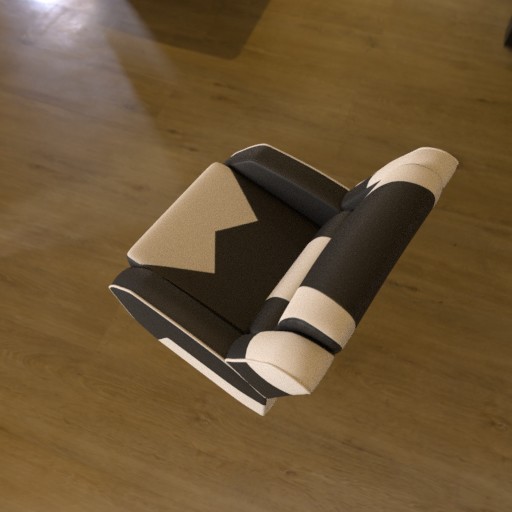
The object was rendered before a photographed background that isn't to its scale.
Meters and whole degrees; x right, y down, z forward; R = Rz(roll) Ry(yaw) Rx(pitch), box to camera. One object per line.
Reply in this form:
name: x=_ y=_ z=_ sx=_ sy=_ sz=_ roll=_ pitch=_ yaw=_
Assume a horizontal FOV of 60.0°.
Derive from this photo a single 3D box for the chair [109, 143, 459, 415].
chair: x=0.000 y=0.000 z=1.262 sx=0.672 sy=0.805 sz=0.620 roll=33 pitch=68 yaw=15
